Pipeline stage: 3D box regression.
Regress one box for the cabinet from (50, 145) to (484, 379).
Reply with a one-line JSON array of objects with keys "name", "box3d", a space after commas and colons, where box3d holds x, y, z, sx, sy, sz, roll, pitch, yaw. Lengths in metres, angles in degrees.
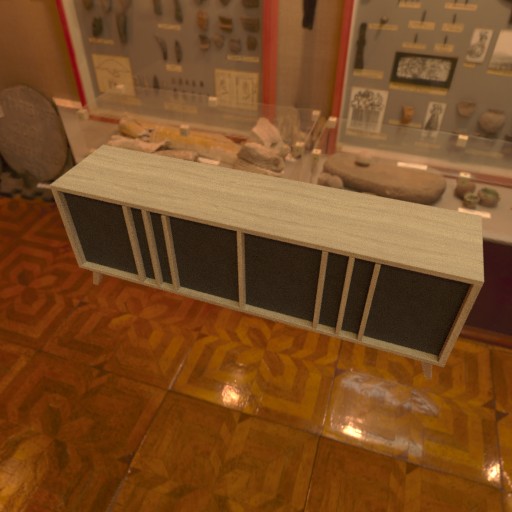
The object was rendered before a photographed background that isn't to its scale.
[{"name": "cabinet", "box3d": [0.000, 0.000, 2.554, 2.198, 0.779, 0.499, 13, 43, 15]}]
